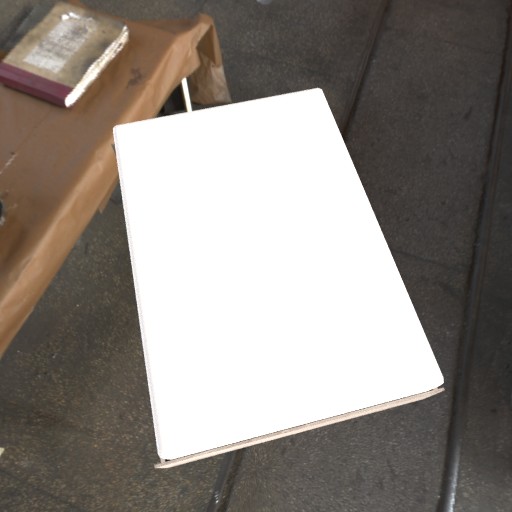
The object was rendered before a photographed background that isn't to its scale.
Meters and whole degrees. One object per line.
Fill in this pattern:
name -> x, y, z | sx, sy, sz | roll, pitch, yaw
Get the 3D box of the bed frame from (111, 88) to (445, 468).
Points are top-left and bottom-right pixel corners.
bed frame -> 0.000, 0.000, 2.591 | 1.445, 0.497, 1.945 | -13, 65, -6
